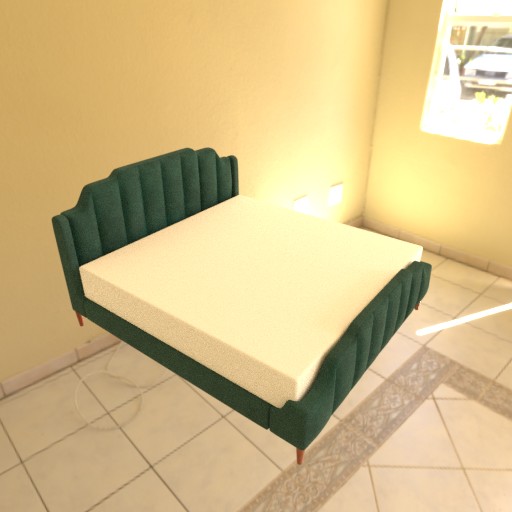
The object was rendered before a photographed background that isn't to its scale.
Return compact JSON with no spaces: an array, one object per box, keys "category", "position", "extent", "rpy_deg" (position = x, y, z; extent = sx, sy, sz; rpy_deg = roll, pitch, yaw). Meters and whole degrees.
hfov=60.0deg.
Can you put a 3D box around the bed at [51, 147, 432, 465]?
[{"category":"bed","position":[0.000,0.000,3.634],"extent":[2.340,1.245,2.074],"rpy_deg":[20,35,32]}]
